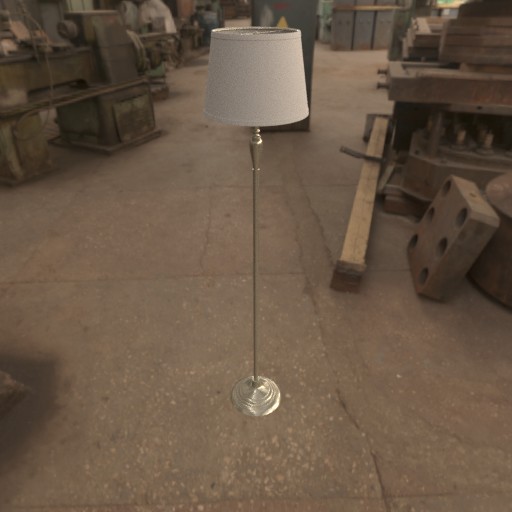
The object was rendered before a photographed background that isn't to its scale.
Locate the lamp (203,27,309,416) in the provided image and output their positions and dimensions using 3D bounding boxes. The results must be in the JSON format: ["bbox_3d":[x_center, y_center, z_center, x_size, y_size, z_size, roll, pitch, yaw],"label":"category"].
[{"bbox_3d":[0.000,0.000,1.655,0.327,1.506,0.327,0,31,0],"label":"lamp"}]
